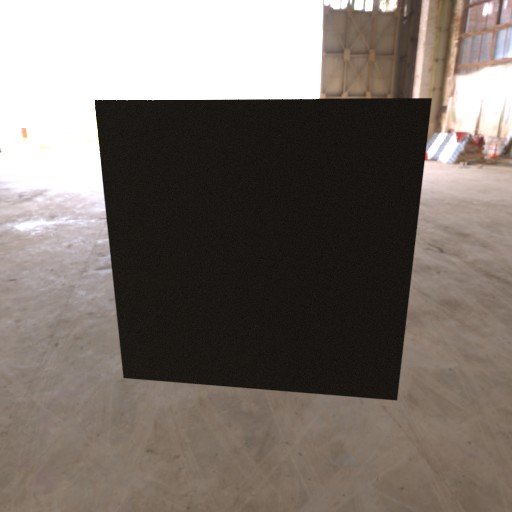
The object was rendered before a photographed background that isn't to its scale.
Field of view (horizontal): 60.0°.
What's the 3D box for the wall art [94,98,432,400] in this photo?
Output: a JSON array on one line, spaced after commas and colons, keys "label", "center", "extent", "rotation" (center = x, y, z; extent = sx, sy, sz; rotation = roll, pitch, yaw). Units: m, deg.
[{"label": "wall art", "center": [0.000, 0.000, 0.686], "extent": [0.462, 0.458, 0.030], "rotation": [2, 18, 7]}]
